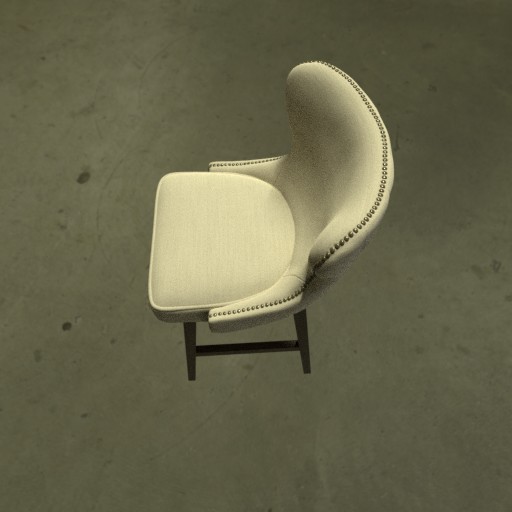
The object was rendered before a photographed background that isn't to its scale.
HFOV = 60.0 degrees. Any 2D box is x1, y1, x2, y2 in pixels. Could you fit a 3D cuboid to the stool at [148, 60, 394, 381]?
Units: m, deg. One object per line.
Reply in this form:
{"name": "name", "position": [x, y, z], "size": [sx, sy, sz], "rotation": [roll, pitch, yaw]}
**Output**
{"name": "stool", "position": [0.000, 0.000, 1.370], "size": [0.597, 0.972, 0.615], "rotation": [-3, 57, -2]}
